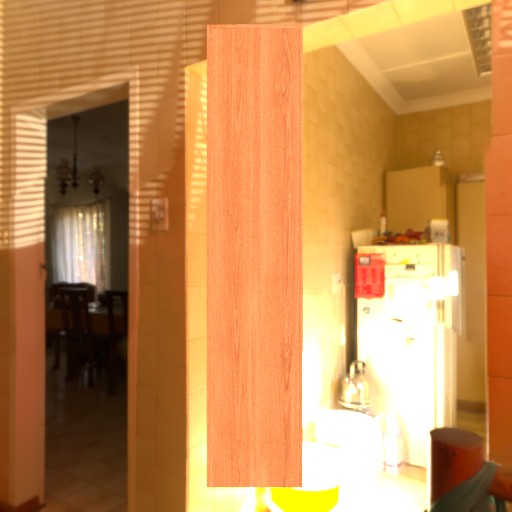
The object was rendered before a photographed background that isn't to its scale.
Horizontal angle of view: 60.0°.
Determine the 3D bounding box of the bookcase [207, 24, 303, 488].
[{"bbox_3d":[0.000,0.000,2.406,0.420,2.020,0.950,0,0,1],"label":"bookcase"}]
